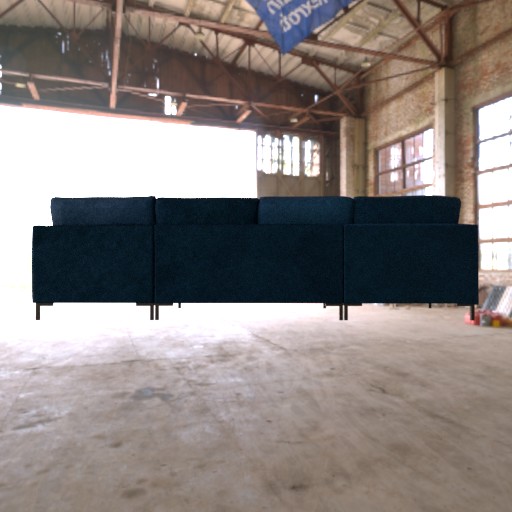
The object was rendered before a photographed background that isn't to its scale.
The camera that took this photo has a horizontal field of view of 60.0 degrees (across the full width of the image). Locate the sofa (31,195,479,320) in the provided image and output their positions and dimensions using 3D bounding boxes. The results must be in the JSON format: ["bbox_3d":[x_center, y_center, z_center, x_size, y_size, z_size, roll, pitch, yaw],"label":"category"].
[{"bbox_3d":[0.000,0.000,4.376,3.434,0.992,2.055,0,0,0],"label":"sofa"}]
